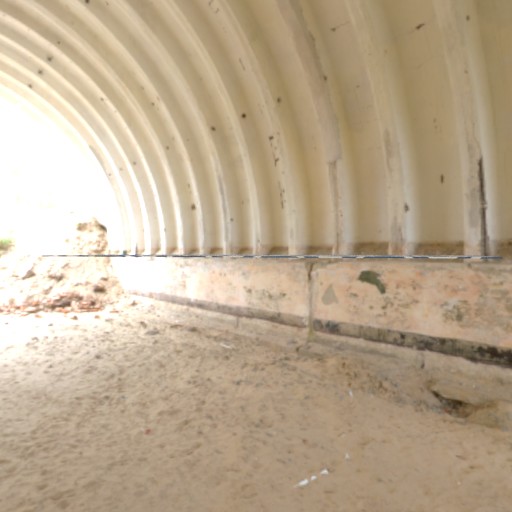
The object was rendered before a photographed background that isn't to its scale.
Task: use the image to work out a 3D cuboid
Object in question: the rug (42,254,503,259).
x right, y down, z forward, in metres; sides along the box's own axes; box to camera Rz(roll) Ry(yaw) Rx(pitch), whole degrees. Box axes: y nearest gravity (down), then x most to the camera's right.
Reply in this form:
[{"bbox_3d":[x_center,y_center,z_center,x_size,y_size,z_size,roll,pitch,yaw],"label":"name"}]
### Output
[{"bbox_3d":[0.000,0.000,2.452,2.296,0.006,0.685,0,1,18],"label":"rug"}]
